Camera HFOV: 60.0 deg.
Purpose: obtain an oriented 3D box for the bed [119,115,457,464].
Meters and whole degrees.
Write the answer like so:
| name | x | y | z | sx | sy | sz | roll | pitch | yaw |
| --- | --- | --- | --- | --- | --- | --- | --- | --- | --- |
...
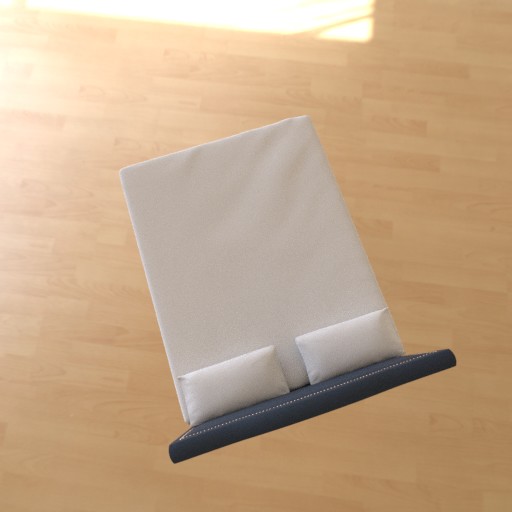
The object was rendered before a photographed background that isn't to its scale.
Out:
| name | x | y | z | sx | sy | sz | roll | pitch | yaw |
| --- | --- | --- | --- | --- | --- | --- | --- | --- | --- |
| bed | 0.000 | 0.000 | 3.359 | 1.821 | 1.436 | 2.282 | -17 | 75 | -5 |
